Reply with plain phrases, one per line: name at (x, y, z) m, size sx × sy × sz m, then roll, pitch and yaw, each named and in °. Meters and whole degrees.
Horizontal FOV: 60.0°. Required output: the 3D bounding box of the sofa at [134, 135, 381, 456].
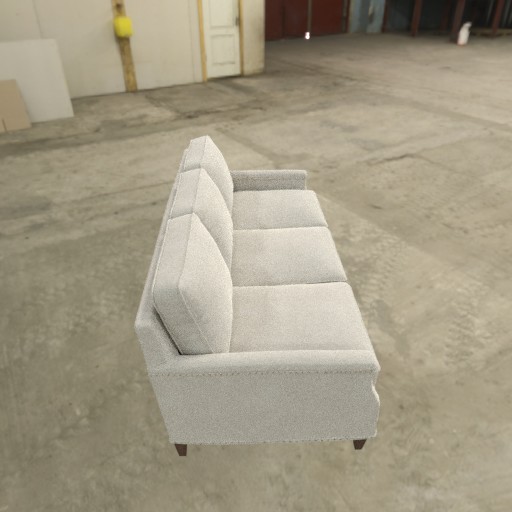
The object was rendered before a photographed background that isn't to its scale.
sofa at (0.000, 0.000, 2.867) m, size 1.084 × 1.003 × 2.246 m, roll -1°, pitch 32°, yaw -2°
